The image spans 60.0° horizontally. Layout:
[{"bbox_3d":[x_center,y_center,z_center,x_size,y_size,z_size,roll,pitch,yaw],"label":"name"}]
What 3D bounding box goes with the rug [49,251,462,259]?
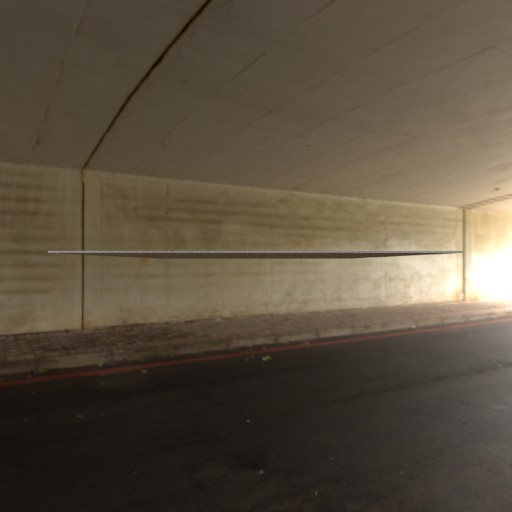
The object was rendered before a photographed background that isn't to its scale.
[{"bbox_3d":[0.000,0.000,4.104,2.441,0.016,3.095,0,-1,0],"label":"rug"}]
